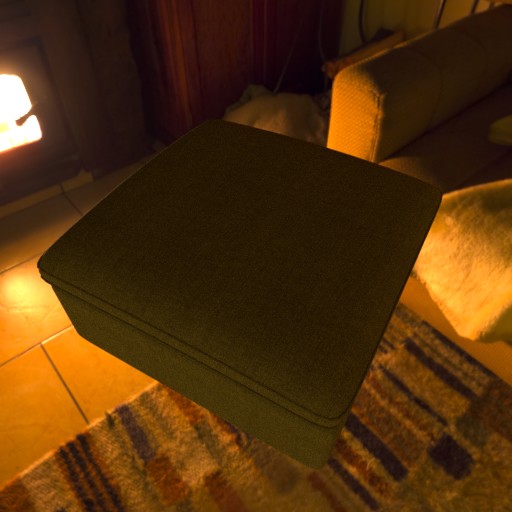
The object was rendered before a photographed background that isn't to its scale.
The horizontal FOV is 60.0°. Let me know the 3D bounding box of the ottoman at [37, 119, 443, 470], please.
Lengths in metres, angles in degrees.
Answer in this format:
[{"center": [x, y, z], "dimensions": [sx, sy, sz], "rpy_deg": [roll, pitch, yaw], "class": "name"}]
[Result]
[{"center": [0.000, 0.000, 1.660], "dimensions": [1.067, 0.559, 1.067], "rpy_deg": [22, 51, 20], "class": "ottoman"}]
